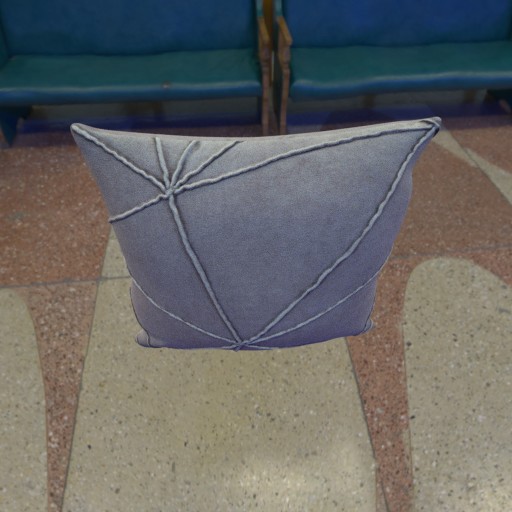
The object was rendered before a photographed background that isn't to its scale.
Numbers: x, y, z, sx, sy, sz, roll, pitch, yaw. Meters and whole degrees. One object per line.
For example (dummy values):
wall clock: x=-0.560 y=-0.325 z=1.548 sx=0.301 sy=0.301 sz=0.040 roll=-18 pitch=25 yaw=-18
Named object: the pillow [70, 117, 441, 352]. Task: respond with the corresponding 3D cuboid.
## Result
pillow: x=0.000 y=0.000 z=0.658 sx=0.439 sy=0.440 sz=0.185 roll=-3 pitch=45 yaw=-3
